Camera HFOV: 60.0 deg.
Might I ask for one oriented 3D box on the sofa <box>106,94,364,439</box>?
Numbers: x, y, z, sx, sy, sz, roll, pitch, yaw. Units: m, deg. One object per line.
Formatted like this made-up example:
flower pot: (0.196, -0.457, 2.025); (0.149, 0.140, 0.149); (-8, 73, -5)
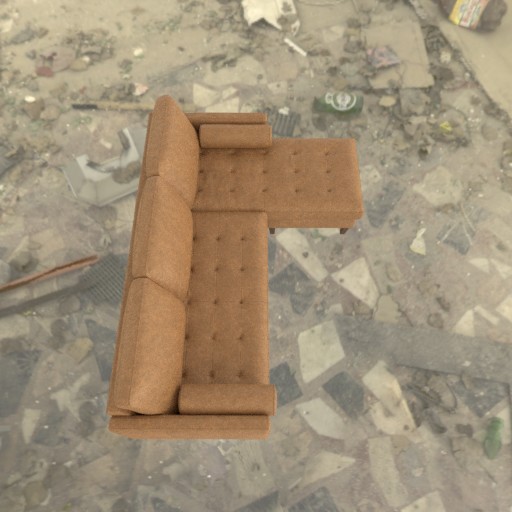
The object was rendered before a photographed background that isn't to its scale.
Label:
sofa: (0.000, 0.000, 2.880); (1.506, 0.876, 2.178); (0, 63, 0)
